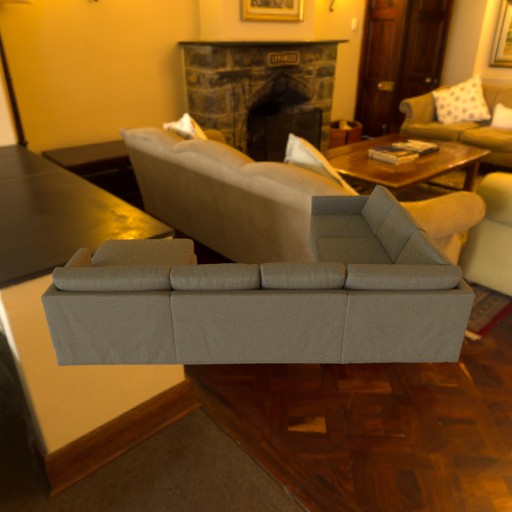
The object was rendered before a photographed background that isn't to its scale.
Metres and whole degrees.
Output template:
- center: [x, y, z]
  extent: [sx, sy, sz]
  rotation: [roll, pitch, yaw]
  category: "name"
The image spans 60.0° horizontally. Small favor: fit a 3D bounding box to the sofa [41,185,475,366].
- center: [0.000, 0.000, 4.665]
  extent: [3.460, 0.882, 2.427]
  rotation: [0, 27, -1]
  category: "sofa"
